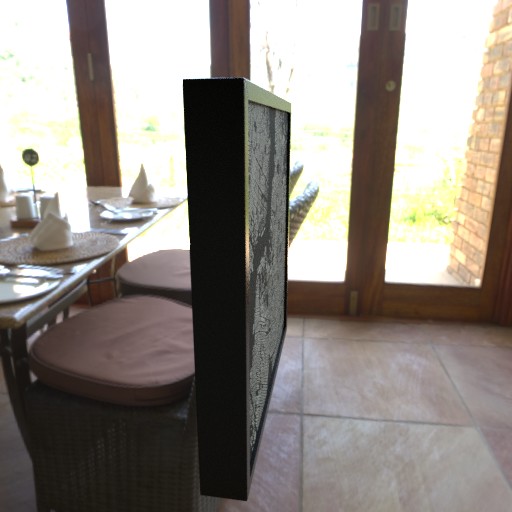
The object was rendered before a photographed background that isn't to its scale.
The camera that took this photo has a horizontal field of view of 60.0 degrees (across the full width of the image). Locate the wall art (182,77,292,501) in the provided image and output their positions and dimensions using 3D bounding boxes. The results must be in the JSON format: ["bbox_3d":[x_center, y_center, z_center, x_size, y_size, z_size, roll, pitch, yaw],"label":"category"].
[{"bbox_3d":[0.000,0.000,0.438,0.037,0.299,0.299,3,17,9],"label":"wall art"}]
